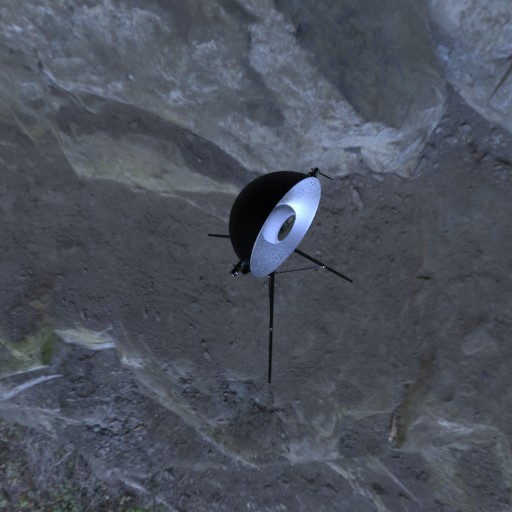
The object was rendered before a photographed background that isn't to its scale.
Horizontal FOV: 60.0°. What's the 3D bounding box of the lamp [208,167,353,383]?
[{"bbox_3d":[0.000,0.000,2.056,0.920,1.512,0.817,37,78,9],"label":"lamp"}]
